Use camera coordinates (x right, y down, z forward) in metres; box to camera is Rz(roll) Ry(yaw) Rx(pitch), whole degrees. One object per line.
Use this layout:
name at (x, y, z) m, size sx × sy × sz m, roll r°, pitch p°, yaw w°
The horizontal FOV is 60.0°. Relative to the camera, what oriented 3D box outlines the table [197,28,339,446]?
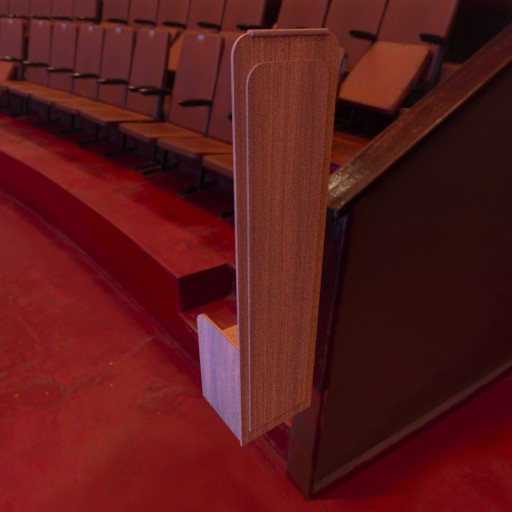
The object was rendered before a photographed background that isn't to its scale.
table at (0.000, 0.000, 2.001) m, size 0.450 × 1.830 × 0.420 m, roll -19°, pitch 34°, yaw -31°
